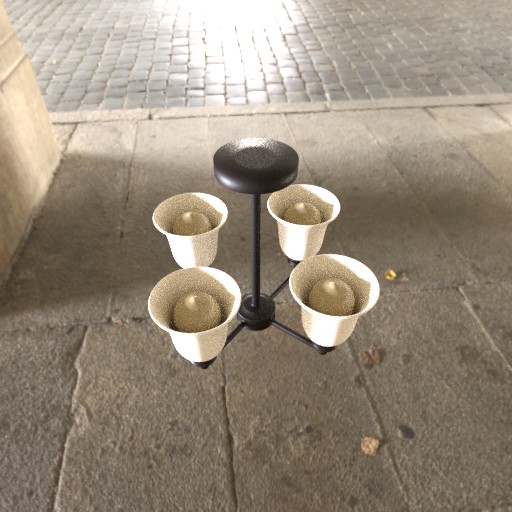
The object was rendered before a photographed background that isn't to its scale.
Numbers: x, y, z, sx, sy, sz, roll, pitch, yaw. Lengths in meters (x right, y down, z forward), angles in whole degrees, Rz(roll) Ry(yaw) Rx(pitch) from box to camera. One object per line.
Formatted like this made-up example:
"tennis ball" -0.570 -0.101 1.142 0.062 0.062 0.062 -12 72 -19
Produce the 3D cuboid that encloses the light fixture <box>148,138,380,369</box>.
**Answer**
"light fixture" 0.000 0.000 1.864 1.069 0.925 1.069 27 48 27
